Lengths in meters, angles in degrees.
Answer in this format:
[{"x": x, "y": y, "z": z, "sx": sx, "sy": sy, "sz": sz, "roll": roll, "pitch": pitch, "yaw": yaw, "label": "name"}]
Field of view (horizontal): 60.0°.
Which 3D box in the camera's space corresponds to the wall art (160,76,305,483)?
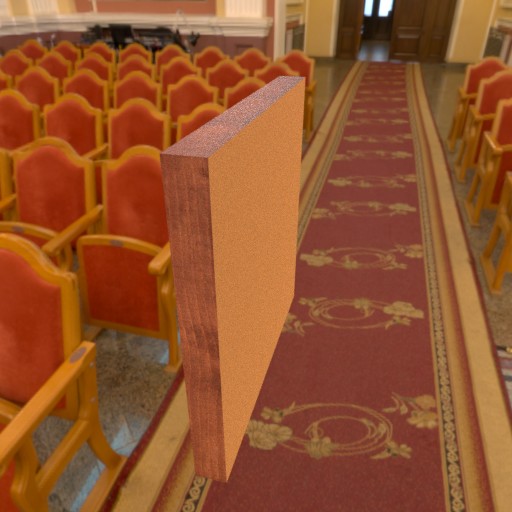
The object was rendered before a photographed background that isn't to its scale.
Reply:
[{"x": 0.000, "y": 0.000, "z": 0.578, "sx": 0.038, "sy": 0.385, "sz": 0.386, "roll": 8, "pitch": 31, "yaw": 14, "label": "wall art"}]
